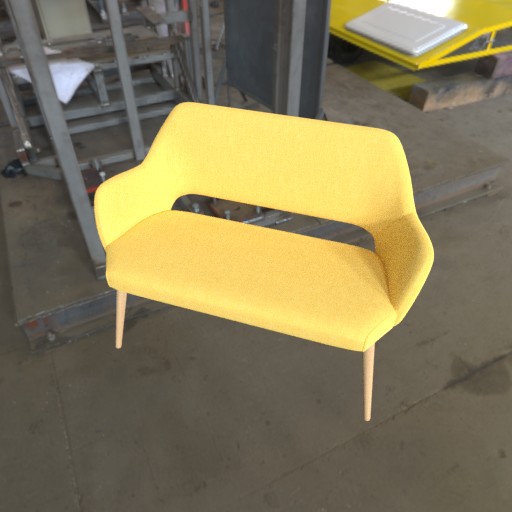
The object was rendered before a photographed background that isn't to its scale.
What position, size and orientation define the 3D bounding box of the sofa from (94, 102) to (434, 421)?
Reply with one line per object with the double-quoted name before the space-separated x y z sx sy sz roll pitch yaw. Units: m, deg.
"sofa" 0.000 0.000 1.630 1.150 0.840 0.610 12 44 13
